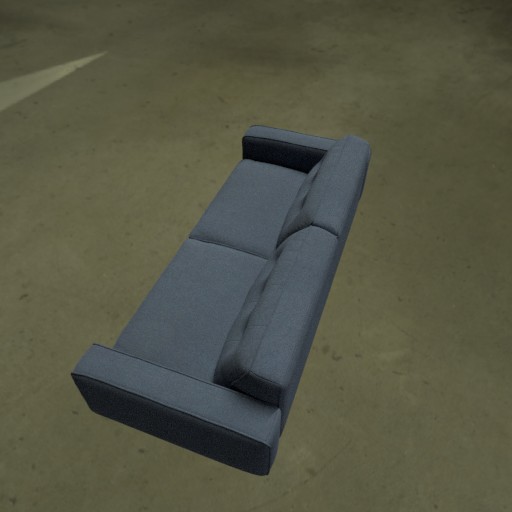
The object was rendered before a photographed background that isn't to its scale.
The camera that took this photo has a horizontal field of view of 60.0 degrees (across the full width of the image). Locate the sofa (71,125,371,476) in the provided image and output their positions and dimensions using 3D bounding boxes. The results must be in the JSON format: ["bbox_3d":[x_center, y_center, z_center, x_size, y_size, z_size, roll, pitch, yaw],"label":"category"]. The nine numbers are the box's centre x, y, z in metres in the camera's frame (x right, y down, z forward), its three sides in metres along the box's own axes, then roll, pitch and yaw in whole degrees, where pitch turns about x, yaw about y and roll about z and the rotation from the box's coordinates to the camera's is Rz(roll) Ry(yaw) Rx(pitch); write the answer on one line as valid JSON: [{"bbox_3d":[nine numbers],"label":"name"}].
[{"bbox_3d":[0.000,0.000,2.689,0.953,0.782,2.270,15,48,14],"label":"sofa"}]
